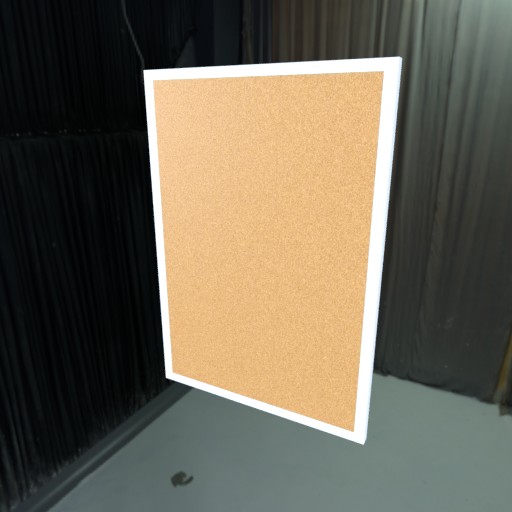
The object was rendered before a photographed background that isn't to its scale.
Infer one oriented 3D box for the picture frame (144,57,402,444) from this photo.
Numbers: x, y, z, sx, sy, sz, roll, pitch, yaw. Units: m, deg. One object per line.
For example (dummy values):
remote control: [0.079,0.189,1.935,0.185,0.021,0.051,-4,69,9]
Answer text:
picture frame: [0.000,0.000,0.547,0.305,0.434,0.013,9,20,27]
